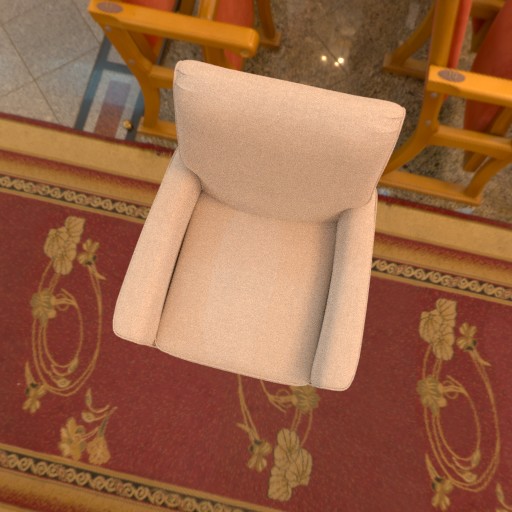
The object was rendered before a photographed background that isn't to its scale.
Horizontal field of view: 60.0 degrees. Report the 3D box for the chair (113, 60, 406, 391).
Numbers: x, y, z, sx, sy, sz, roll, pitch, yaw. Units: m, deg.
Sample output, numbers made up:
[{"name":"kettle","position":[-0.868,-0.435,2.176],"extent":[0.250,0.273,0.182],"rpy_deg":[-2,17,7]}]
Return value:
[{"name":"chair","position":[0.000,0.000,1.643],"extent":[0.841,1.023,0.858],"rpy_deg":[13,76,3]}]
